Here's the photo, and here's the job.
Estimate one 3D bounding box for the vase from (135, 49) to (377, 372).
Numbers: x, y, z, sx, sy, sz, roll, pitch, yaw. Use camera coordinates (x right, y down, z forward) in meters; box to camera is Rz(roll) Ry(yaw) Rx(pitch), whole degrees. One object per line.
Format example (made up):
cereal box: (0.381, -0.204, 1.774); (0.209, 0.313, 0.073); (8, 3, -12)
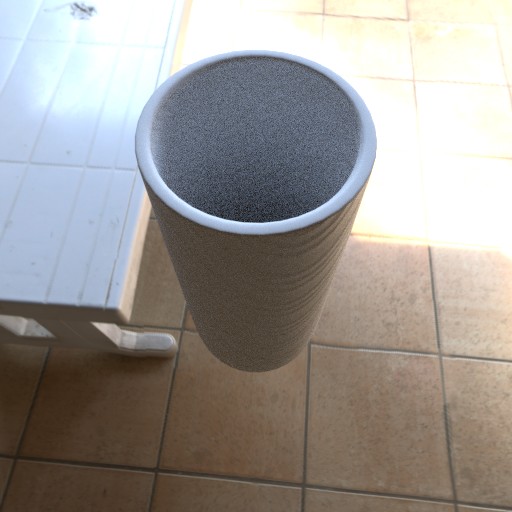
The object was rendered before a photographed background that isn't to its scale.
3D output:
vase: (0.000, 0.000, 0.392); (0.143, 0.316, 0.143); (0, 63, 0)
